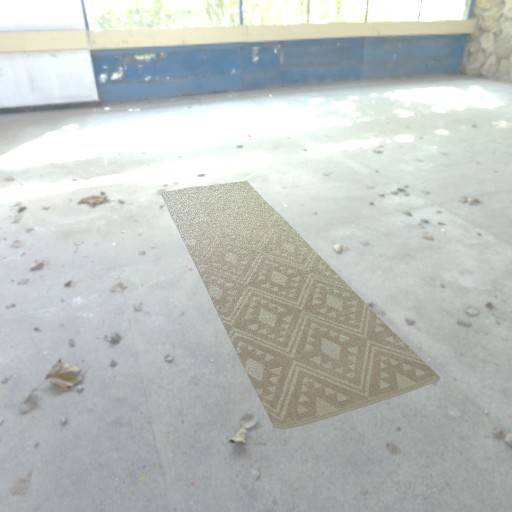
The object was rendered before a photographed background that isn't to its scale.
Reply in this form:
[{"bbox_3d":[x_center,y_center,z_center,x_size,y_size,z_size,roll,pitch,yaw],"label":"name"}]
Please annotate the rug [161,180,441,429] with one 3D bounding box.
[{"bbox_3d":[0.000,0.000,2.733,0.752,0.051,2.452,-11,32,-17],"label":"rug"}]
